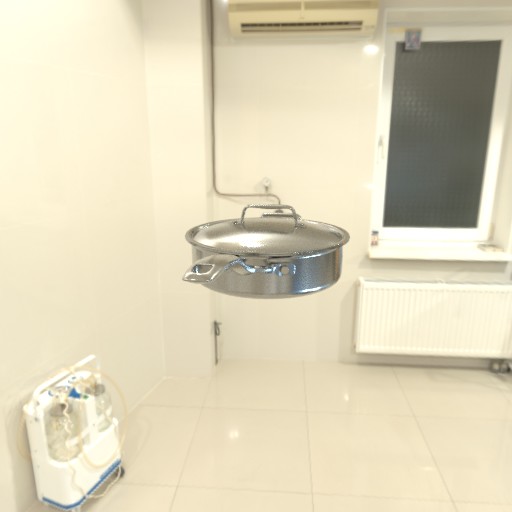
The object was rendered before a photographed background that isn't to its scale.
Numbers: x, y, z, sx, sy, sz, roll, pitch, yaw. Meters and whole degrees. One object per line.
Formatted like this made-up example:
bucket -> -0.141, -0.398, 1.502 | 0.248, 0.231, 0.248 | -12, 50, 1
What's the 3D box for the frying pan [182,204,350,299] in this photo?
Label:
frying pan -> 0.000, 0.000, 0.588 | 0.245, 0.111, 0.492 | 3, 16, 10
